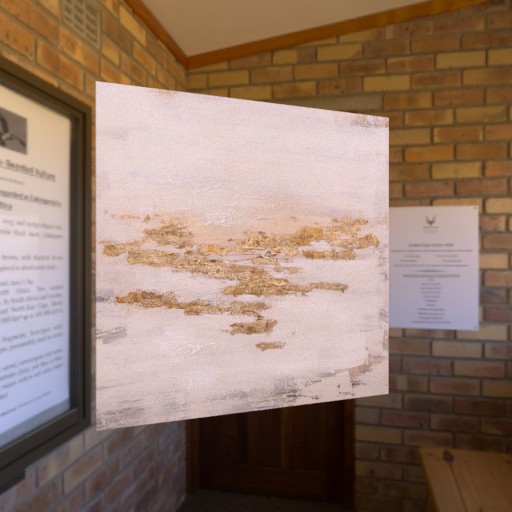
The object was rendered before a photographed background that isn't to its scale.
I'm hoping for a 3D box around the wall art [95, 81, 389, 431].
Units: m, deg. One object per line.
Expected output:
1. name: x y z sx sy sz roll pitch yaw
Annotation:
1. wall art: 0.000 0.000 0.897 0.611 0.613 0.040 0 0 -20
